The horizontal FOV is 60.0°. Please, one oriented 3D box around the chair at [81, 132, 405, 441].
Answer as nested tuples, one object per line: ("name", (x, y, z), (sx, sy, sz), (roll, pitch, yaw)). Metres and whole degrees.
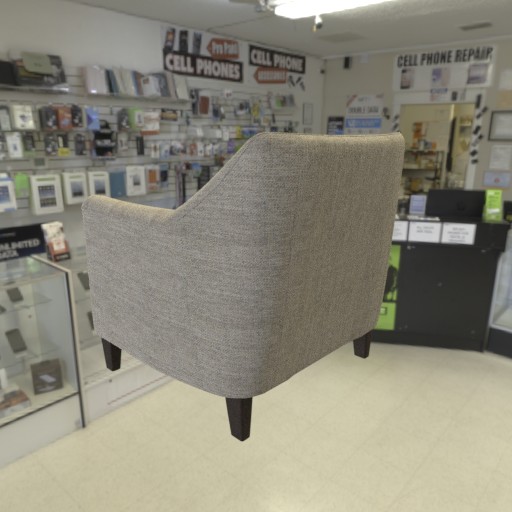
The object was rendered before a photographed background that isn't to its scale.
("chair", (0.000, 0.000, 1.414), (0.758, 0.761, 0.796), (15, 21, 42))
